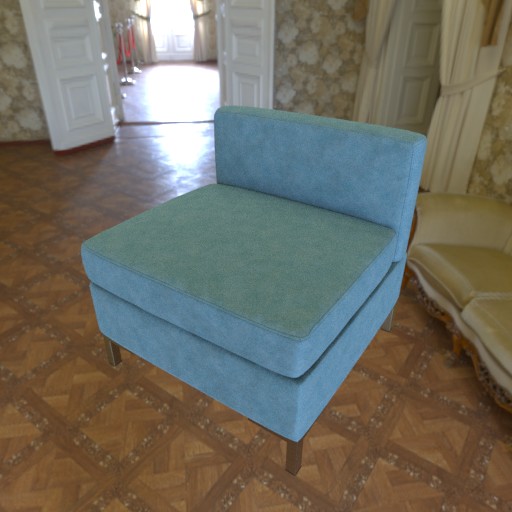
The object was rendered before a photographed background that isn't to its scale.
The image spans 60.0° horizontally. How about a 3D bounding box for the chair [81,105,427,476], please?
[{"bbox_3d":[0.000,0.000,1.244,0.684,0.660,0.685,19,35,29],"label":"chair"}]
